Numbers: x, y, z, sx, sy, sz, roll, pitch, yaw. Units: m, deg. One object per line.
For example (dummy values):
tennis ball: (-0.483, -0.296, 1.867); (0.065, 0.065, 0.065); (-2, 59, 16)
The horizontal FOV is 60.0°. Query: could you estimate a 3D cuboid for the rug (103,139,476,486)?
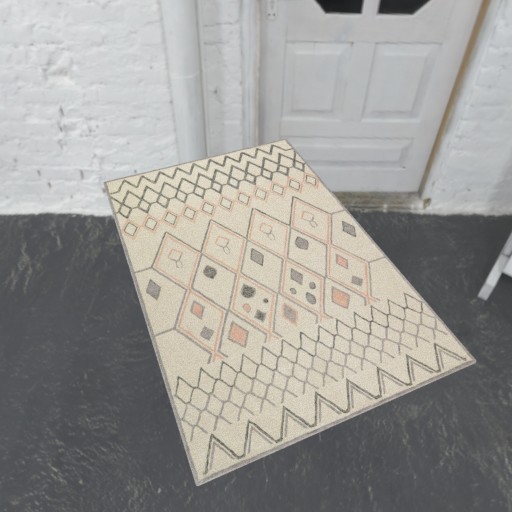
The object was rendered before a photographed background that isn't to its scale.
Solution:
rug: (0.000, 0.000, 2.254); (1.219, 0.016, 1.829); (-17, 49, -15)
